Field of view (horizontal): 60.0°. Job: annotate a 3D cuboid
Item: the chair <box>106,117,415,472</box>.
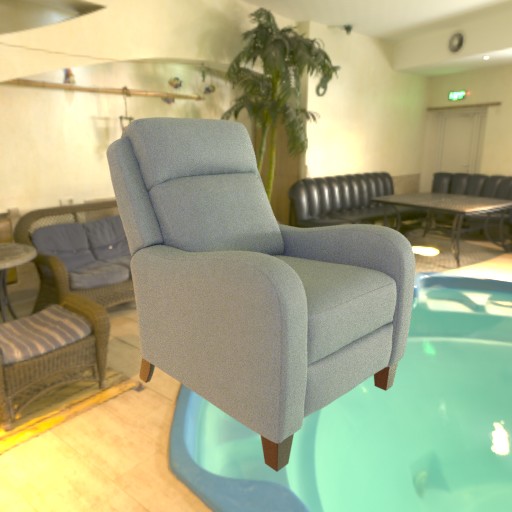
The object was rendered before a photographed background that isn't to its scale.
[{"bbox_3d":[0.000,0.000,1.757,0.785,1.067,0.988,-14,20,-43],"label":"chair"}]
